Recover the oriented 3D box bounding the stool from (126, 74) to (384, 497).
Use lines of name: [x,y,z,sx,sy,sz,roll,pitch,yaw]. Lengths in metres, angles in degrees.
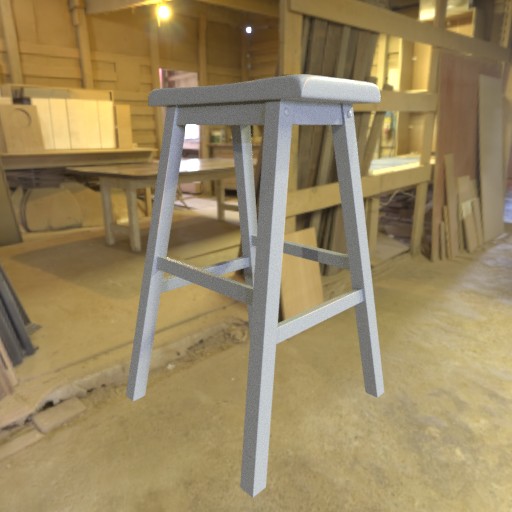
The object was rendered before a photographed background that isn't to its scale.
stool: [0.000,0.000,1.028,0.457,0.737,0.476,16,22,43]
